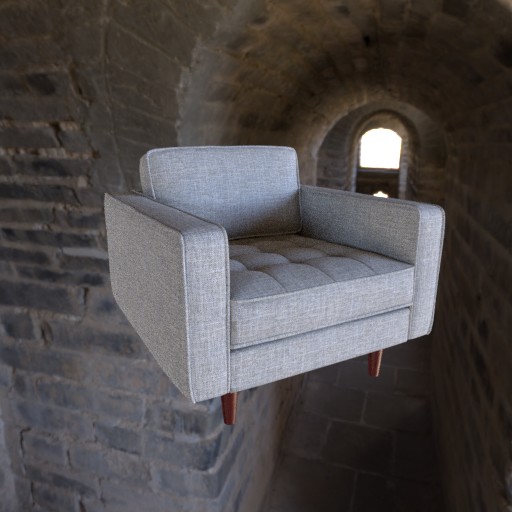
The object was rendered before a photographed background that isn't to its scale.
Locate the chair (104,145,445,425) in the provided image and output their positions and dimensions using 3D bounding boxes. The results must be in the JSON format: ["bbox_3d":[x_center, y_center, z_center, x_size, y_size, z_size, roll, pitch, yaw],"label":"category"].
[{"bbox_3d":[0.000,0.000,1.596,0.889,0.765,0.914,-8,17,-28],"label":"chair"}]
